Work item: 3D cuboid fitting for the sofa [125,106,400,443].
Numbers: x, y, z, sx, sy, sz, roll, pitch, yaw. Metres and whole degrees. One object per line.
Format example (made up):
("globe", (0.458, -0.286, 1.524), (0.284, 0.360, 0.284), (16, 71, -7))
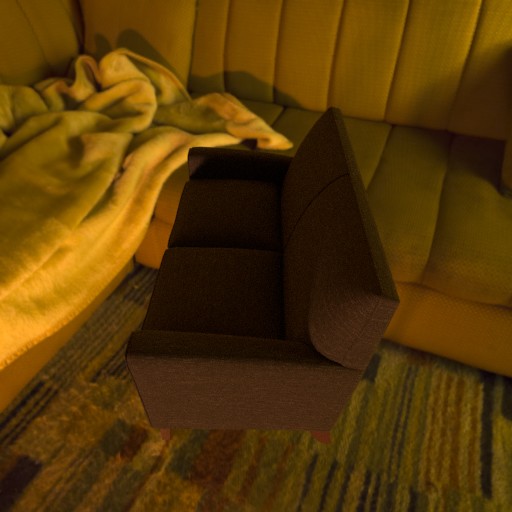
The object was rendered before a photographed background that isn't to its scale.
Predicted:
("sofa", (0.000, 0.000, 2.098), (0.867, 0.905, 1.509), (1, 40, 1))
